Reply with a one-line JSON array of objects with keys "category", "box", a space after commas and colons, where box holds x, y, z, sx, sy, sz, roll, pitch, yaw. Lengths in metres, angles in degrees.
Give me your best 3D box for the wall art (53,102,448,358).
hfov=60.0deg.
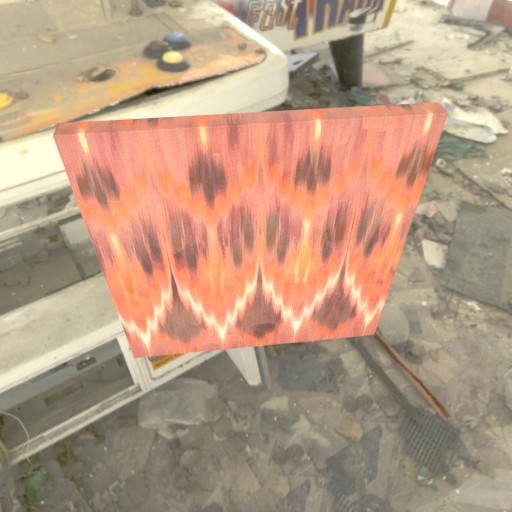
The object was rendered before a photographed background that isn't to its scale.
[{"category": "wall art", "box": [0.000, 0.000, 0.901, 0.603, 0.609, 0.037, -5, 46, -4]}]
